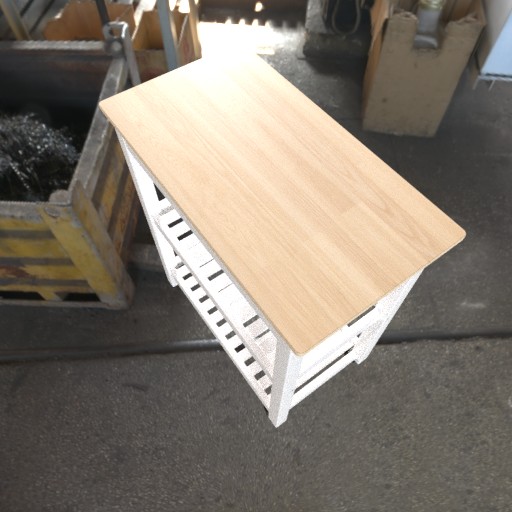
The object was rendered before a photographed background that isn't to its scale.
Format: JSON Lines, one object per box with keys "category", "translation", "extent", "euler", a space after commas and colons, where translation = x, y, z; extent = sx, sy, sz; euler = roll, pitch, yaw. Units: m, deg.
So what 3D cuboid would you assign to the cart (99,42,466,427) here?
{"category": "cart", "translation": [0.000, 0.000, 1.448], "extent": [0.457, 0.927, 0.899], "euler": [-32, 63, -18]}
